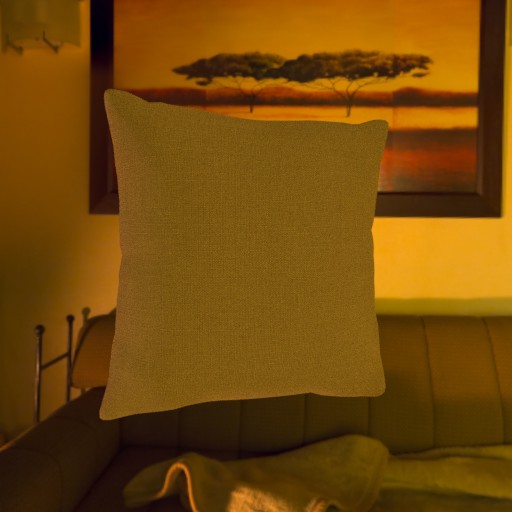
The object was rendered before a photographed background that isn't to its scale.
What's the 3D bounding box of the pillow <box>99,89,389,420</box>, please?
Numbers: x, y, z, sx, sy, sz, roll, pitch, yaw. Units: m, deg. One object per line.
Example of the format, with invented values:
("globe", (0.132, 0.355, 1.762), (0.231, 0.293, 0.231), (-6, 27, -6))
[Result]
("pillow", (0.000, 0.000, 0.646), (0.429, 0.436, 0.159), (0, 0, -17))
